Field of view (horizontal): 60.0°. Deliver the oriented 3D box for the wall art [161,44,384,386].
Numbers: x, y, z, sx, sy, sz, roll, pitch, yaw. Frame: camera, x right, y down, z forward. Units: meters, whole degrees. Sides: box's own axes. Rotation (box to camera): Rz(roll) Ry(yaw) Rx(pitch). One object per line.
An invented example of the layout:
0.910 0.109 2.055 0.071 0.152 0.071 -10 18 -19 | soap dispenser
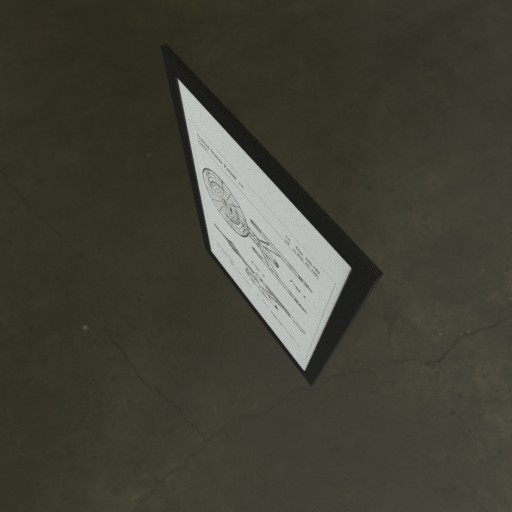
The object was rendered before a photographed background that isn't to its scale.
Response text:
0.000 0.000 0.704 0.008 0.530 0.379 -33 68 -15 | wall art
